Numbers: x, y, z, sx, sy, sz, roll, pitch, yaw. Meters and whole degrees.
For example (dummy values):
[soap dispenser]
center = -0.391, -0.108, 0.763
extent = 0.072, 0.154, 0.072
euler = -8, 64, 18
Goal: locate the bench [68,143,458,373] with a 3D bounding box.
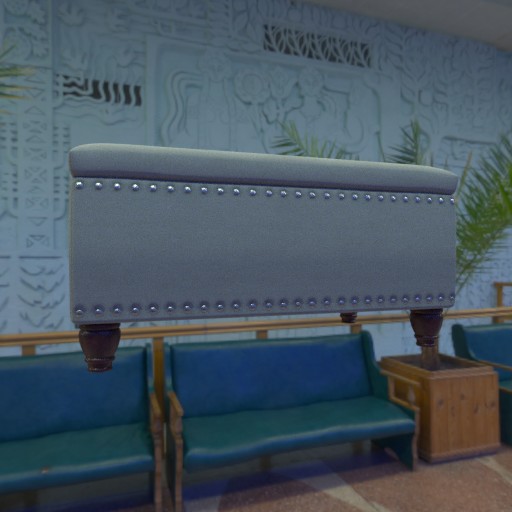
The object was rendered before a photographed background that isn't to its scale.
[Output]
[bench]
center = 0.000, 0.000, 1.184
extent = 0.887, 0.449, 0.500
euler = 0, 0, -17
